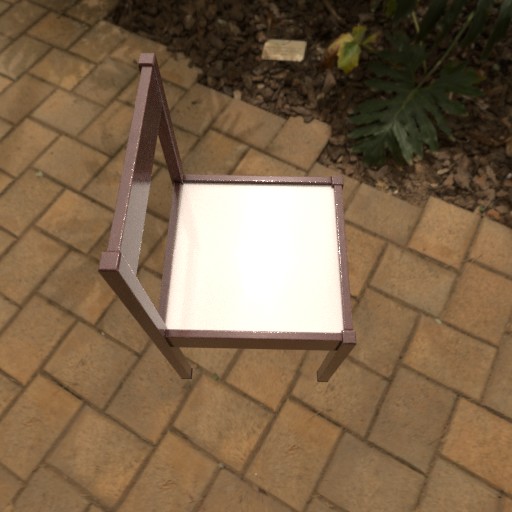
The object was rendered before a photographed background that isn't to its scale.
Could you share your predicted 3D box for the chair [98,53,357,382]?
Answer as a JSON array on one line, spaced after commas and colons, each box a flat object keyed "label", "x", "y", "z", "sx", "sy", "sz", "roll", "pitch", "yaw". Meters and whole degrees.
[{"label": "chair", "x": 0.000, "y": 0.000, "z": 0.687, "sx": 0.285, "sy": 0.505, "sz": 0.285, "roll": 1, "pitch": 64, "yaw": 1}]
